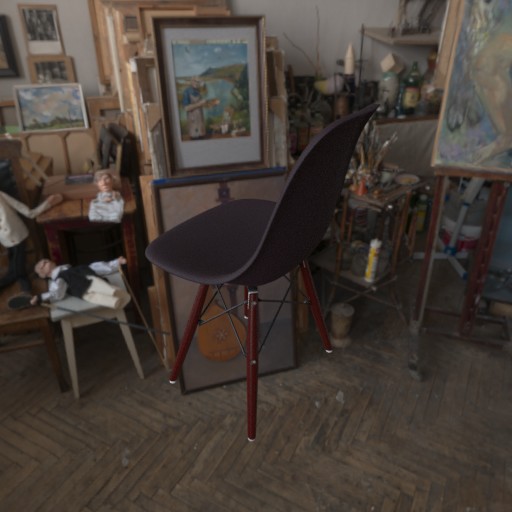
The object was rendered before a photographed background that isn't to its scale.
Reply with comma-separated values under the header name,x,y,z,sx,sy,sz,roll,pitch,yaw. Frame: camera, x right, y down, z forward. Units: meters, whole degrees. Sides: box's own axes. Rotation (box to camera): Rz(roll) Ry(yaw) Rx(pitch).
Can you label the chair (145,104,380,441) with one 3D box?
name,x,y,z,sx,sy,sz,roll,pitch,yaw
chair,0.000,0.000,1.182,0.533,0.826,0.470,20,36,30
